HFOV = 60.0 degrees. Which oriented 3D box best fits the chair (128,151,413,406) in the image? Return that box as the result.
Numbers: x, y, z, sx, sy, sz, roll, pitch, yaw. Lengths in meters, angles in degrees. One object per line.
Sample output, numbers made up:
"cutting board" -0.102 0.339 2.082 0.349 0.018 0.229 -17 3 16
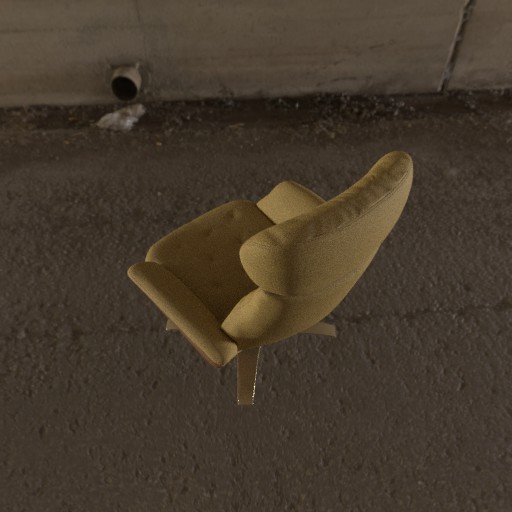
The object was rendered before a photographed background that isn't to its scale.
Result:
"chair" 0.000 0.000 1.560 0.785 0.995 0.837 -33 55 -27
